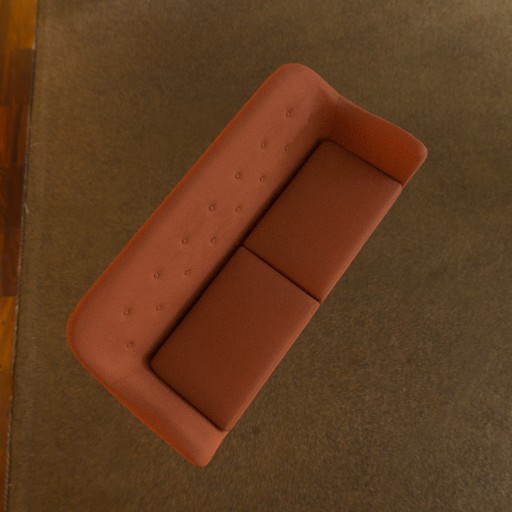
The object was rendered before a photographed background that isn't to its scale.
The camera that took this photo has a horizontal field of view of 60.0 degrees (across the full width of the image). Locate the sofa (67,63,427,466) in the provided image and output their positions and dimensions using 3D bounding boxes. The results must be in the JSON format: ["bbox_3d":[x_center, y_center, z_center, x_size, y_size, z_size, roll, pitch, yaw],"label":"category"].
[{"bbox_3d":[0.000,0.000,2.246,0.820,0.836,1.840,36,79,8],"label":"sofa"}]
